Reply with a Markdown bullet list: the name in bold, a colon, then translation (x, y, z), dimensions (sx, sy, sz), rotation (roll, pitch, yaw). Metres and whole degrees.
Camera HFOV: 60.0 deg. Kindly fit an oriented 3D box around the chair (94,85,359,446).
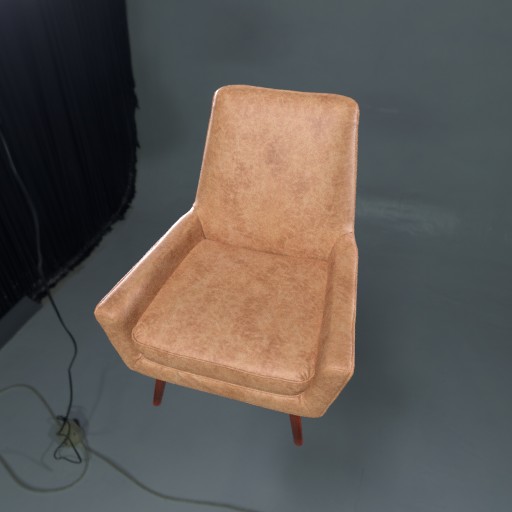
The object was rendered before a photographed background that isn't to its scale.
- **chair**: translation (0.000, 0.000, 1.516), dimensions (0.753, 0.883, 0.851), rotation (11, 41, 13)
